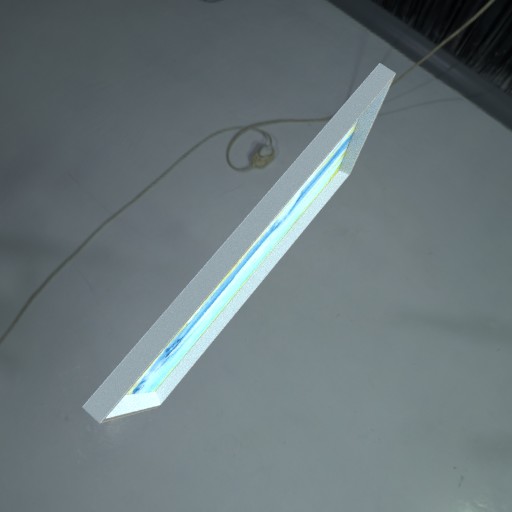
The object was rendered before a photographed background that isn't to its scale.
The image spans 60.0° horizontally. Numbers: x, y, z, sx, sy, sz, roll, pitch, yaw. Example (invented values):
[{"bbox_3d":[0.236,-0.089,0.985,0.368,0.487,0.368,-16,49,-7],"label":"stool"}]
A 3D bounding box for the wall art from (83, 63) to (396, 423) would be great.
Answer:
[{"bbox_3d":[0.000,0.000,0.977,0.038,0.431,0.812,38,78,10],"label":"wall art"}]
